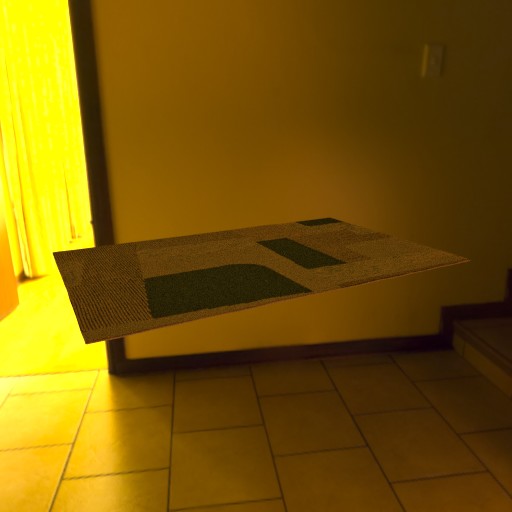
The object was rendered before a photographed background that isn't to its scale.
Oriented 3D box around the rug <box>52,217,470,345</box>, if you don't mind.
[{"bbox_3d":[0.000,0.000,3.030,2.436,0.015,1.521,-9,19,-27],"label":"rug"}]
